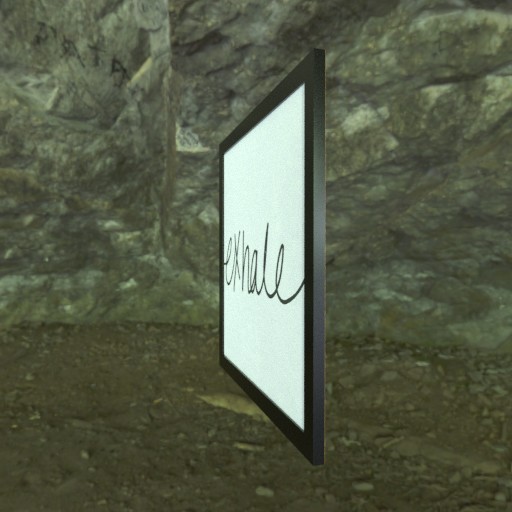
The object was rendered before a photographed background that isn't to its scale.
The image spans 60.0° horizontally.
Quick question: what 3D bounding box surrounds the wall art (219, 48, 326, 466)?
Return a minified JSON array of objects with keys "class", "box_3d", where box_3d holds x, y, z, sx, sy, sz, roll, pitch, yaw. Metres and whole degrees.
[{"class":"wall art","box_3d":[0.000,0.000,0.685,0.014,0.445,0.446,0,1,-18]}]
